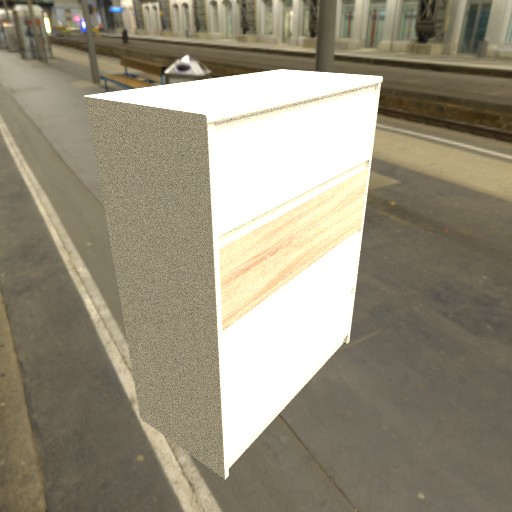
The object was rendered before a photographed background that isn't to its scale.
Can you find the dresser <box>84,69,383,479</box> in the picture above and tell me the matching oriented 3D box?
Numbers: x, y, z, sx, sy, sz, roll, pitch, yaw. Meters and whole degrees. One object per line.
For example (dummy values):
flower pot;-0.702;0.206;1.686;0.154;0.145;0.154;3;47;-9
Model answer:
dresser;0.000;0.000;1.434;0.380;1.040;0.800;19;33;32
